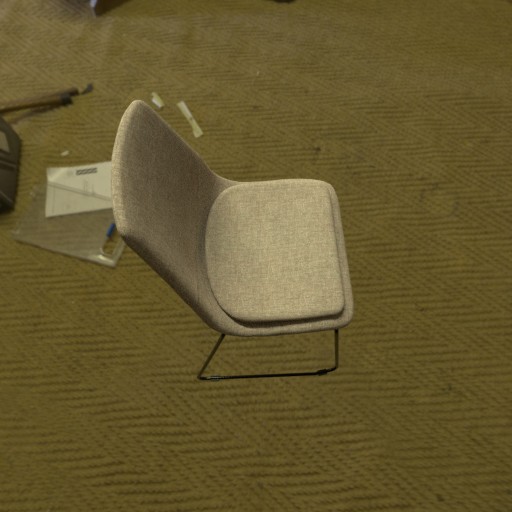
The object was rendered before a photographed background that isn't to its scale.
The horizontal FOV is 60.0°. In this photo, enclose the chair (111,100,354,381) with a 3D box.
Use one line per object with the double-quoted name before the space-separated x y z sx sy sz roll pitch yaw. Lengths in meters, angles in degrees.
"chair" 0.000 0.000 1.174 0.518 0.858 0.479 -2 64 -1
